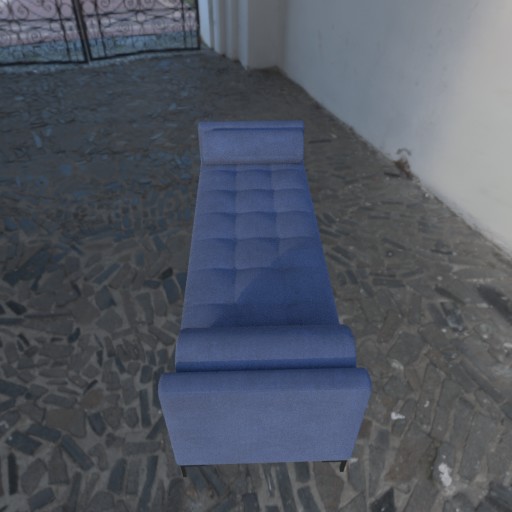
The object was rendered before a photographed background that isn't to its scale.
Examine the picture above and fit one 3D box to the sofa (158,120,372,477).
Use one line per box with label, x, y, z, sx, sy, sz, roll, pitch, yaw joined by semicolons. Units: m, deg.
sofa;0.000;0.000;2.329;0.686;0.635;1.981;-1;41;-1
